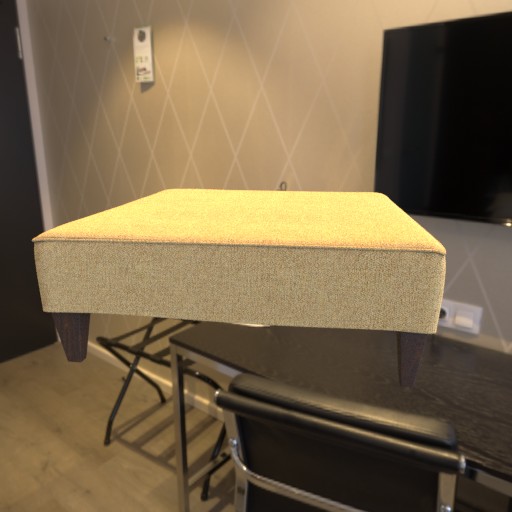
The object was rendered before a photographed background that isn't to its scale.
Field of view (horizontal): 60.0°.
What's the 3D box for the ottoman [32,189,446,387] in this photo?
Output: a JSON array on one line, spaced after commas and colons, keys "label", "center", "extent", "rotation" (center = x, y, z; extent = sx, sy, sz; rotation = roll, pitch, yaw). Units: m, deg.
[{"label": "ottoman", "center": [0.000, 0.000, 1.501], "extent": [0.970, 0.378, 0.981], "rotation": [2, 15, 8]}]
